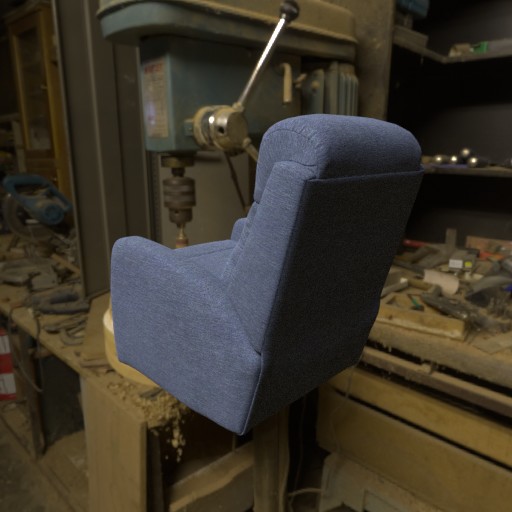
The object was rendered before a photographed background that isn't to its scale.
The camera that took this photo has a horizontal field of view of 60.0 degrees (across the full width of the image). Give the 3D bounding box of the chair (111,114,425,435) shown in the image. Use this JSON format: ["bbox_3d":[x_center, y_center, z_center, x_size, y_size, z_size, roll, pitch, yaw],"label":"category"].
[{"bbox_3d":[0.000,0.000,1.730,1.043,1.013,0.798,14,20,43],"label":"chair"}]
